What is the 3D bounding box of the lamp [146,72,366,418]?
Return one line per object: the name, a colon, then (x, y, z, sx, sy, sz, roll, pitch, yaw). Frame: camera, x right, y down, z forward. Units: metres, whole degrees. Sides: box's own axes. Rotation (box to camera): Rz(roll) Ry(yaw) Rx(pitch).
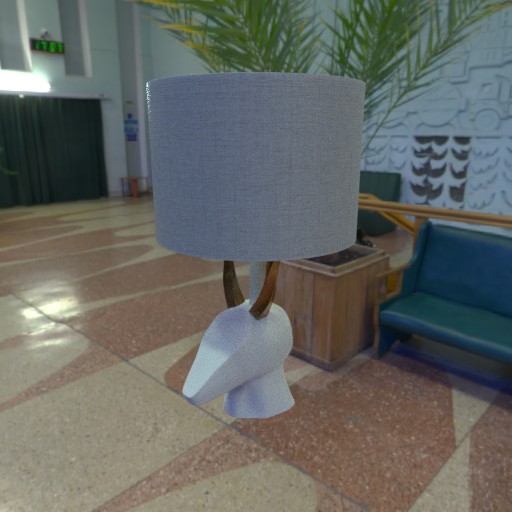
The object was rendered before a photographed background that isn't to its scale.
lamp: (0.000, 0.000, 0.685, 0.298, 0.503, 0.298, -15, 21, -42)
